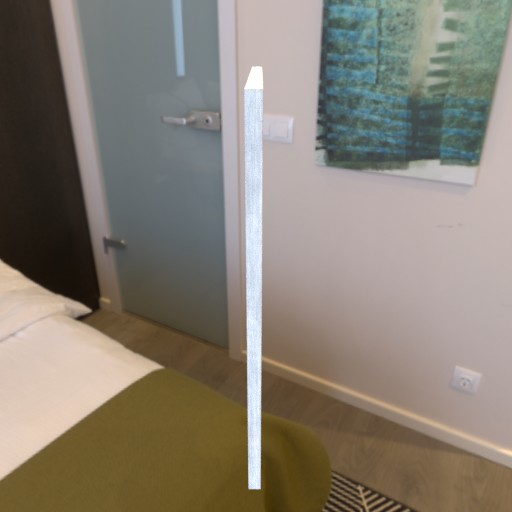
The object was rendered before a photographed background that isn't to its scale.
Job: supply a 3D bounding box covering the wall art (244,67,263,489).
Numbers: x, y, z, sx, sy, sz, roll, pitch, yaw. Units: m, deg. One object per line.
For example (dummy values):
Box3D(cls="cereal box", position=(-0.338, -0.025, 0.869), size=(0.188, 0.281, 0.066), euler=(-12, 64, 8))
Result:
Box3D(cls="wall art", position=(0.000, 0.000, 0.808), size=(0.020, 0.613, 0.481), euler=(0, 26, 1))
